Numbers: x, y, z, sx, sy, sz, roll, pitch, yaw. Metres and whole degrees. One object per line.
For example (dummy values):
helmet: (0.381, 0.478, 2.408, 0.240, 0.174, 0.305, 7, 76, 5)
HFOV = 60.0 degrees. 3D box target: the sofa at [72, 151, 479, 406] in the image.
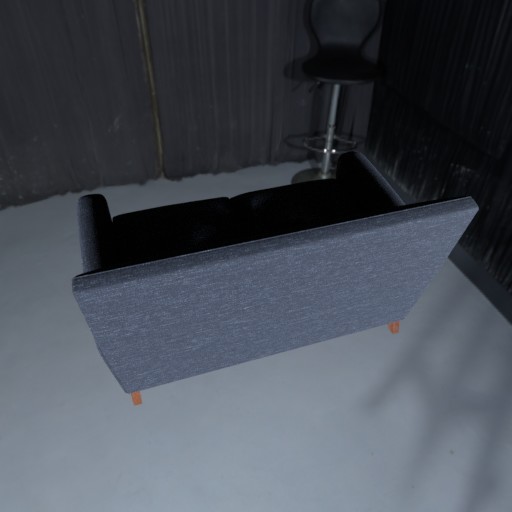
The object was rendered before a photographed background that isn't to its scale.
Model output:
sofa: (0.000, 0.000, 1.956, 1.420, 0.846, 0.875, -12, 43, -13)
